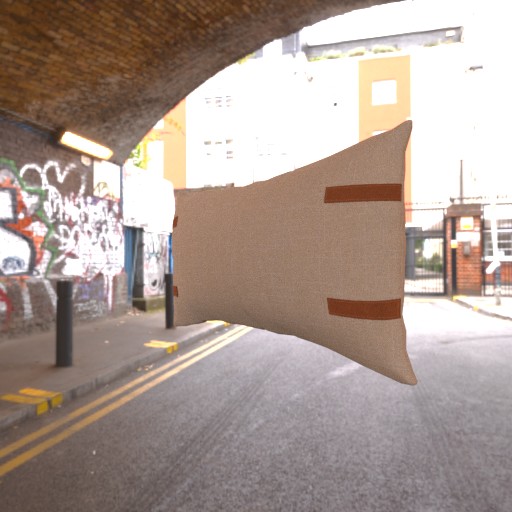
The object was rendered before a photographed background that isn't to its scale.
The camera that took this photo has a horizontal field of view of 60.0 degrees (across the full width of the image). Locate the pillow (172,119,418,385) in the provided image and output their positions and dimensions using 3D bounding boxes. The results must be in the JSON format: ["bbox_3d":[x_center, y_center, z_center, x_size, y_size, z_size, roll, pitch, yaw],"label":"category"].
[{"bbox_3d":[0.000,0.000,0.752,0.148,0.308,0.612,1,-1,-36],"label":"pillow"}]
